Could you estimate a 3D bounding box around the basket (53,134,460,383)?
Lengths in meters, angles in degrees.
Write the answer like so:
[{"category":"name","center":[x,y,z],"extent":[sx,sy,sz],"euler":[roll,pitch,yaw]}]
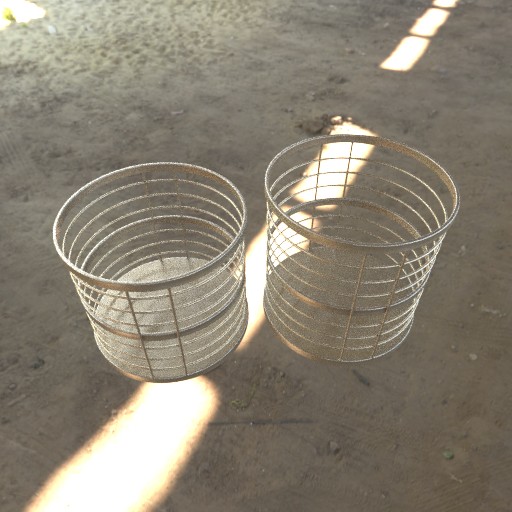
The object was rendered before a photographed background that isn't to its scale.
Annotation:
[{"category":"basket","center":[0.000,0.000,0.935],"extent":[0.746,0.351,0.356],"euler":[-4,44,-4]}]
